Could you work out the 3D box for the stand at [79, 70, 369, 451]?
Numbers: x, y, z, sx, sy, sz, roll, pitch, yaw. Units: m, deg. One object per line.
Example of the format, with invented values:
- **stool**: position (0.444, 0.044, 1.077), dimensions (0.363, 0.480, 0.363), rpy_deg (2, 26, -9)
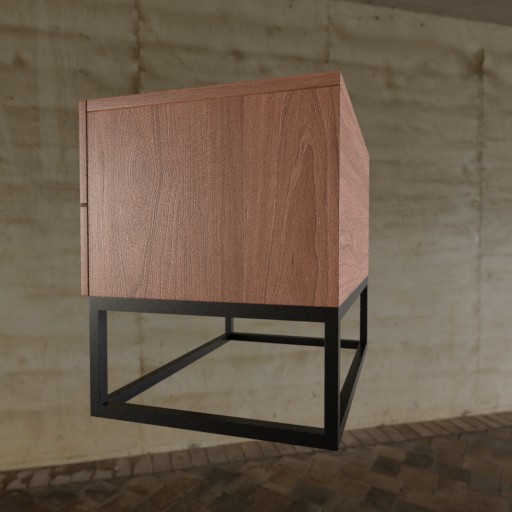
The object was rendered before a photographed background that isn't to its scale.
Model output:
- **stand**: position (0.000, 0.000, 0.927), dimensions (0.420, 0.500, 0.600), rpy_deg (1, 2, 18)
